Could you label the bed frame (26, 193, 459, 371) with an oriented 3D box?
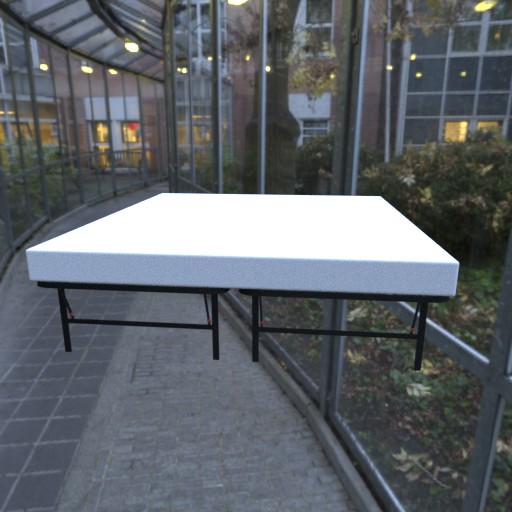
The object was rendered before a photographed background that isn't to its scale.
[{"bbox_3d":[0.000,0.000,2.997,1.930,0.559,2.032,2,16,6],"label":"bed frame"}]
